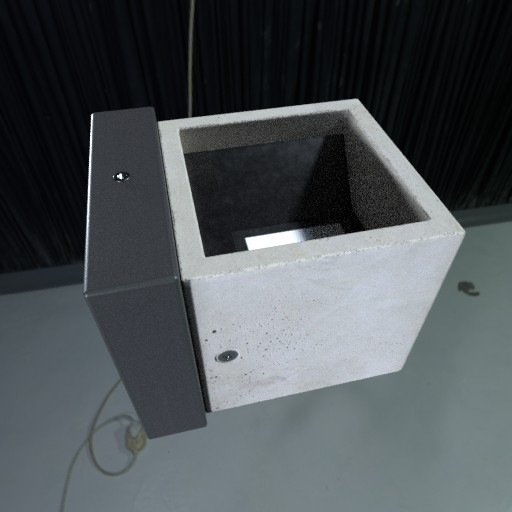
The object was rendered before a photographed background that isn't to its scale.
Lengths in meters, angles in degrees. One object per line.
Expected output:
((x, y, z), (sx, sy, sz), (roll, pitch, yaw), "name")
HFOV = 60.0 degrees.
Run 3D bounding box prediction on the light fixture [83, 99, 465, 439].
((0.000, 0.000, 0.237), (0.143, 0.121, 0.121), (-10, 47, -9), "light fixture")
